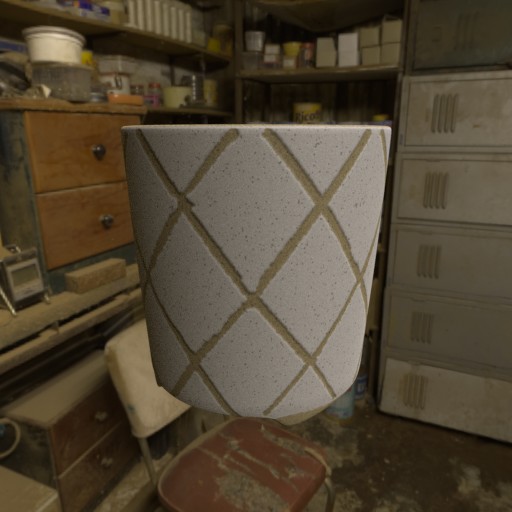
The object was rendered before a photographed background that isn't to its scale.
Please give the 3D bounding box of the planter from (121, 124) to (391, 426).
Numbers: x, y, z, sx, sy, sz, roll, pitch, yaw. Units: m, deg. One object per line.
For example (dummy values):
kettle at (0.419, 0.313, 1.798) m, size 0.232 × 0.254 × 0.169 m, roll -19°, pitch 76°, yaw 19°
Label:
planter at (0.000, 0.000, 0.419) m, size 0.228 × 0.235 × 0.228 m, roll 0°, pitch 16°, yaw 0°
